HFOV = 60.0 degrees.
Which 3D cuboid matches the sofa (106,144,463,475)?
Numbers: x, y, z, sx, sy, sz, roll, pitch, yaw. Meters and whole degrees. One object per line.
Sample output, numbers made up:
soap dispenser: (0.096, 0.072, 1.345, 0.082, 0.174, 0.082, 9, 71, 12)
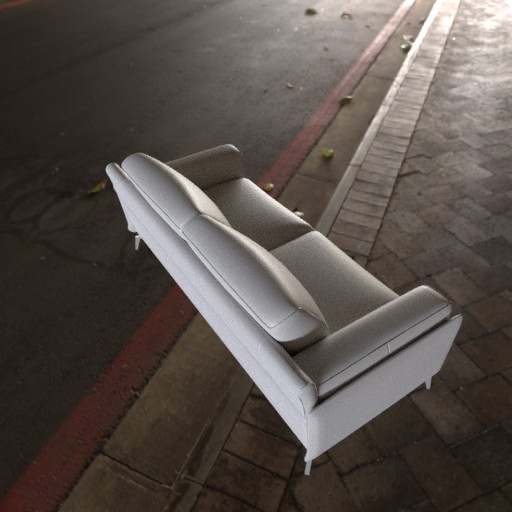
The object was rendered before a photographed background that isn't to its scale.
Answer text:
sofa: (0.000, 0.000, 2.595, 1.049, 0.930, 2.101, -24, 46, -25)
